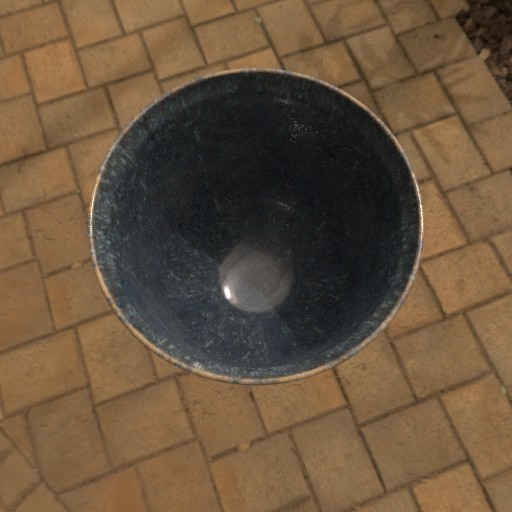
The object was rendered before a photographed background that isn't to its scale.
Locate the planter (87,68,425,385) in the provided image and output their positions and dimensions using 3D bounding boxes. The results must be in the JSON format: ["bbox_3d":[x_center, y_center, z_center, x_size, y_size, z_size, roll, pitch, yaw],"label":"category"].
[{"bbox_3d":[0.000,0.000,0.479,0.266,0.270,0.266,0,74,0],"label":"planter"}]
